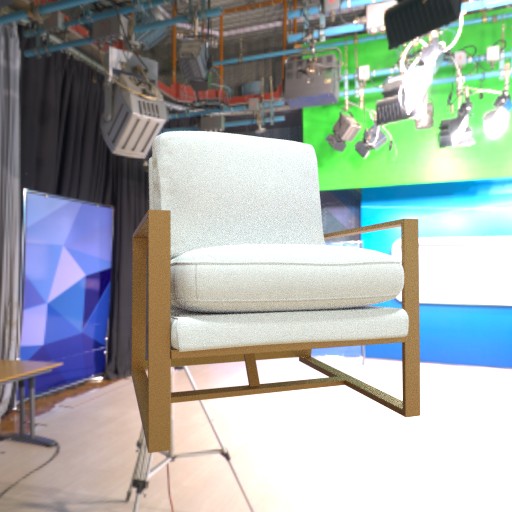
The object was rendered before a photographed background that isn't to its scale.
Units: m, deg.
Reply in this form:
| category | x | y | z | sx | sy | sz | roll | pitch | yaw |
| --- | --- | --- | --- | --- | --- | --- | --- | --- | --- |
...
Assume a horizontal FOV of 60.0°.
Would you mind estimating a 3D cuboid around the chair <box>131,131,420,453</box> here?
| category | x | y | z | sx | sy | sz | roll | pitch | yaw |
| --- | --- | --- | --- | --- | --- | --- | --- | --- | --- |
| chair | 0.000 | 0.000 | 1.559 | 0.805 | 0.966 | 0.813 | 0 | 0 | -19 |
